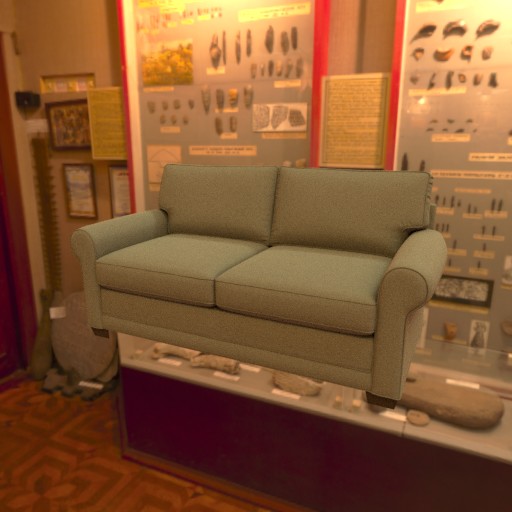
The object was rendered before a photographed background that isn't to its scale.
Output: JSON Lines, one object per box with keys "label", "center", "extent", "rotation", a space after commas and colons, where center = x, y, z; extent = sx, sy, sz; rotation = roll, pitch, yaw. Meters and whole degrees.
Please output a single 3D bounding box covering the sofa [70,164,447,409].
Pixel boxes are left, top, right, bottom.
{"label": "sofa", "center": [0.000, 0.000, 2.459], "extent": [1.930, 0.952, 0.940], "rotation": [7, 16, 25]}
